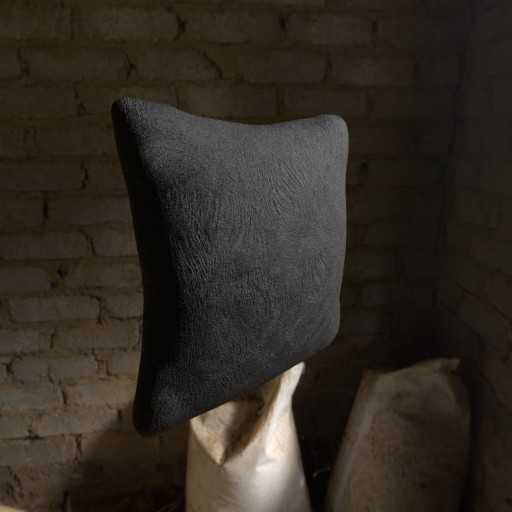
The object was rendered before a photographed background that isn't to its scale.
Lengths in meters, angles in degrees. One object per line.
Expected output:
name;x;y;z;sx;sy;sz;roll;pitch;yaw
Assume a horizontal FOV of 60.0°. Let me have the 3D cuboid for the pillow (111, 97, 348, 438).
pillow;0.000;0.000;0.817;0.210;0.523;0.533;14;20;43
